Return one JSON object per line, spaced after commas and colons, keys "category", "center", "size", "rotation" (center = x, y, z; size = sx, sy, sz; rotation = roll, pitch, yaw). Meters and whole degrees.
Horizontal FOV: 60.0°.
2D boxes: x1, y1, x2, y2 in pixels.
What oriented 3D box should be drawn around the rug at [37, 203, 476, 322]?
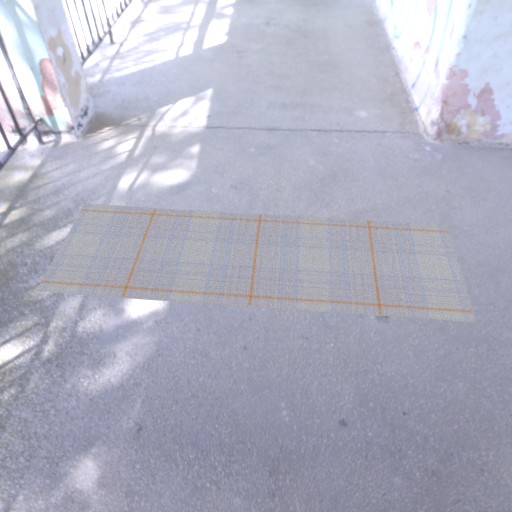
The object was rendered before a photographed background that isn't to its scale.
{"category": "rug", "center": [0.000, 0.000, 2.713], "size": [2.442, 0.016, 0.770], "rotation": [4, 47, 3]}
